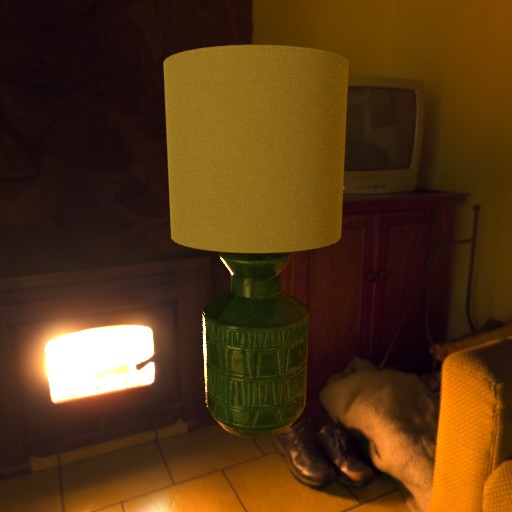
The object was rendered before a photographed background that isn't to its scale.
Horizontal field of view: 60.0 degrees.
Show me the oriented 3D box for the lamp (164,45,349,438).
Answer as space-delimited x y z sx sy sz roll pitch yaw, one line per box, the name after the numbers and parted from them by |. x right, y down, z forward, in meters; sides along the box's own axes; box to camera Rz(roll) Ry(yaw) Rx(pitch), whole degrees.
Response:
0.000 0.000 0.568 0.211 0.455 0.211 12 18 43 | lamp
